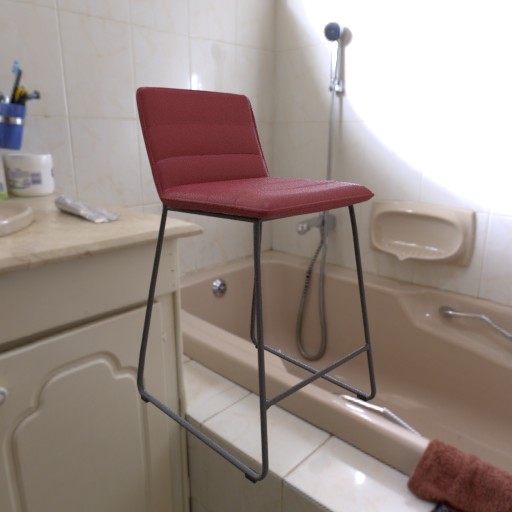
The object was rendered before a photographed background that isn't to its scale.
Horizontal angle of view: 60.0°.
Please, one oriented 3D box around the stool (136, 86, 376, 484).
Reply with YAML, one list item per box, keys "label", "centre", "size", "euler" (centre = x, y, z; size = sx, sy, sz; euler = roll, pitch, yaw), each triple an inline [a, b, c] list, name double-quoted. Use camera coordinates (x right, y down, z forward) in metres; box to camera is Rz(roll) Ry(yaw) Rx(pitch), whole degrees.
- label: "stool"
  centre: [0.000, 0.000, 1.186]
  size: [0.489, 0.866, 0.524]
  euler: [-14, 21, -42]
